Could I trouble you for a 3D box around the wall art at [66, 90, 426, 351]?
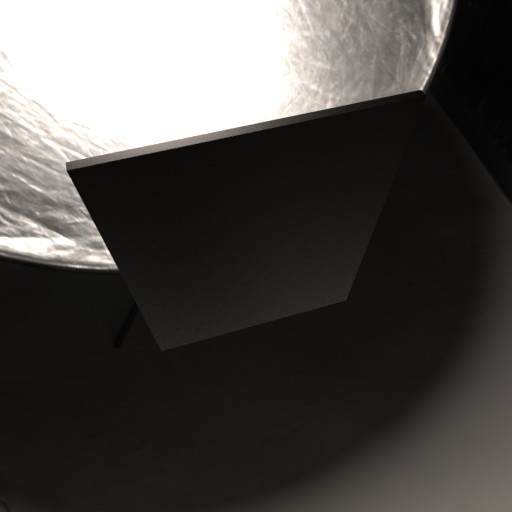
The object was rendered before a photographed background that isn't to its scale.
[{"bbox_3d":[0.000,0.000,0.775,0.442,0.582,0.013,-14,59,-9],"label":"wall art"}]
